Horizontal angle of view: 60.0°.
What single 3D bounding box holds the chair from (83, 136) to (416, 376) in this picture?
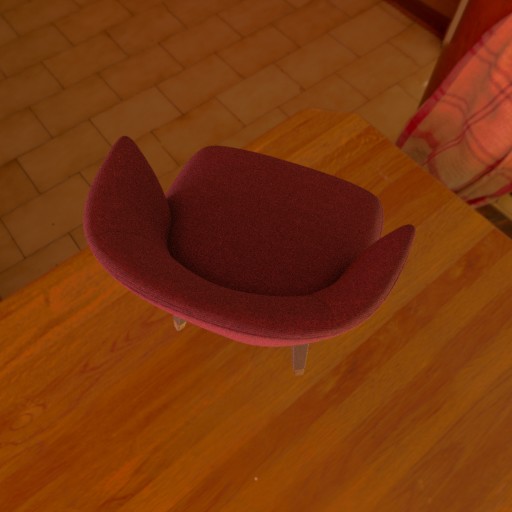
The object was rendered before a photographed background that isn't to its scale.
[{"bbox_3d":[0.000,0.000,1.260,0.700,0.760,0.660,19,65,9],"label":"chair"}]
